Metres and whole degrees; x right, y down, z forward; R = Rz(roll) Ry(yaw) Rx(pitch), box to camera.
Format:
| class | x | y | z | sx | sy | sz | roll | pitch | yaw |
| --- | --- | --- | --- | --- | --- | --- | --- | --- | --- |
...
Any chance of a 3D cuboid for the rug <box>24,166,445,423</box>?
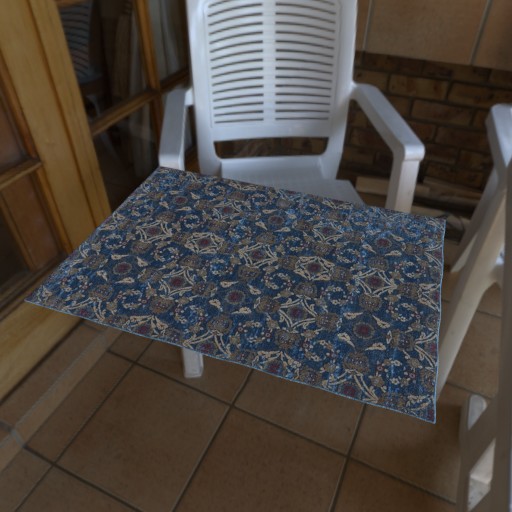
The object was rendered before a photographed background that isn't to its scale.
| class | x | y | z | sx | sy | sz | roll | pitch | yaw |
| --- | --- | --- | --- | --- | --- | --- | --- | --- | --- |
| rug | 0.000 | 0.000 | 2.763 | 2.207 | 0.014 | 1.567 | 13 | 43 | 14 |
